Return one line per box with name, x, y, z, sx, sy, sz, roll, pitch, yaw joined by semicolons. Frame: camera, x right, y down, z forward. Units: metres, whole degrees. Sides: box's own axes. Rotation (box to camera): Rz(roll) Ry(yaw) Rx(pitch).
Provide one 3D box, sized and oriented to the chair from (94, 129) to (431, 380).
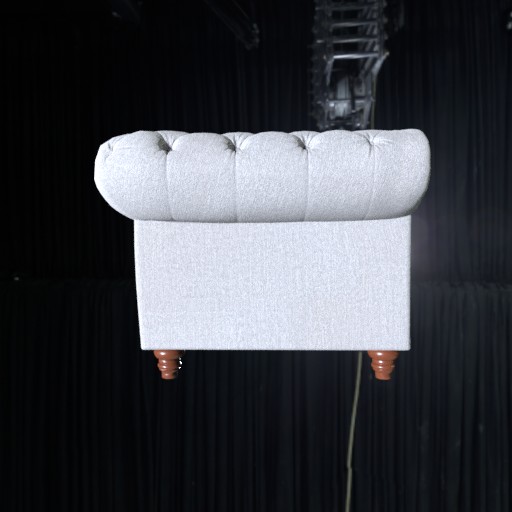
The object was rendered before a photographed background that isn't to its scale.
chair;0.000;0.000;1.822;0.976;0.770;1.270;0;1;1
